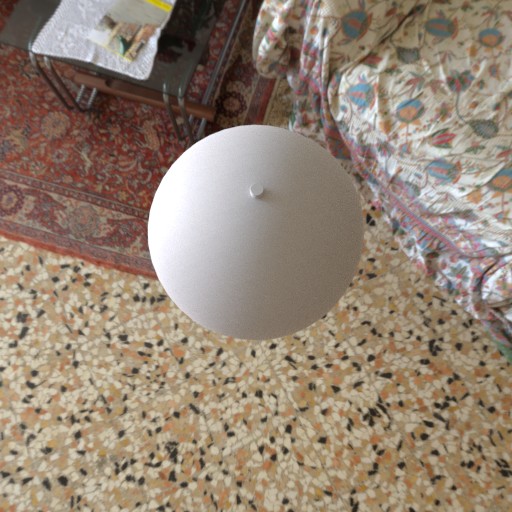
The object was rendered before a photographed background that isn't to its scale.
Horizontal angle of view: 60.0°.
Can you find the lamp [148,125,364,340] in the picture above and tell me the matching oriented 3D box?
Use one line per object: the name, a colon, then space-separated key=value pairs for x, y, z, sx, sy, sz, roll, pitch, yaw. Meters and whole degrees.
lamp: x=0.000 y=0.000 z=0.432 sx=0.171 sy=0.330 sz=0.171 roll=0 pitch=76 yaw=0
